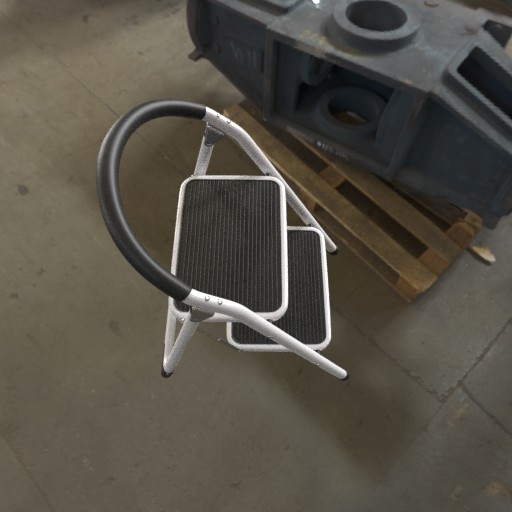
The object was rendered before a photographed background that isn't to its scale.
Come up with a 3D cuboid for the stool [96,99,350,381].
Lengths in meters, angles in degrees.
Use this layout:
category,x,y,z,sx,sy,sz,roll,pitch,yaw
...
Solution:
category,x,y,z,sx,sy,sz,roll,pitch,yaw
stool,0.000,0.000,1.082,0.559,0.760,0.453,0,63,0
